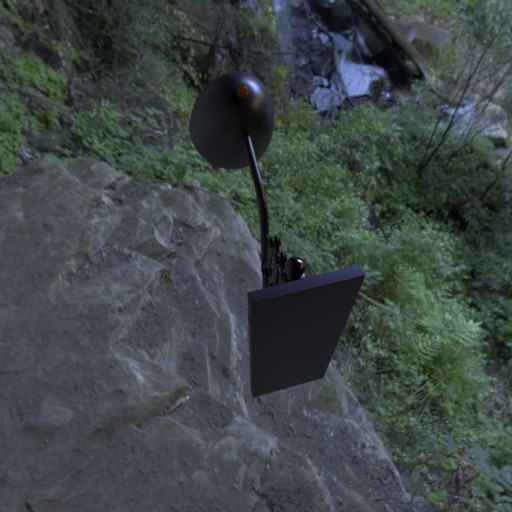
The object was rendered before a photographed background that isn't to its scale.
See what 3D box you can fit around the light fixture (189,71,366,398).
[{"bbox_3d":[0.000,0.000,0.932,0.162,0.715,0.499,-13,58,-8],"label":"light fixture"}]
